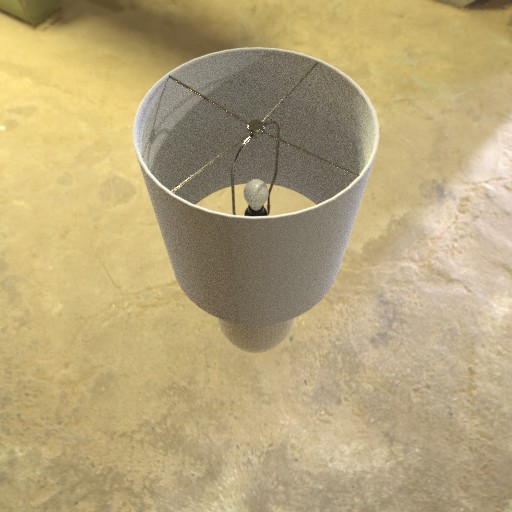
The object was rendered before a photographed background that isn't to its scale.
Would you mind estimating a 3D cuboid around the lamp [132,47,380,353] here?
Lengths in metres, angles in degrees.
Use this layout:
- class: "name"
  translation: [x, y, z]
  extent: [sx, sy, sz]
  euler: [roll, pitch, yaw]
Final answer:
- class: "lamp"
  translation: [0.000, 0.000, 0.584]
  extent: [0.217, 0.453, 0.217]
  euler: [33, 64, 19]
